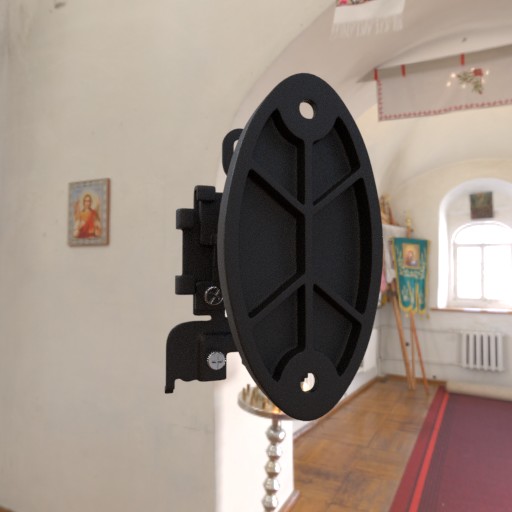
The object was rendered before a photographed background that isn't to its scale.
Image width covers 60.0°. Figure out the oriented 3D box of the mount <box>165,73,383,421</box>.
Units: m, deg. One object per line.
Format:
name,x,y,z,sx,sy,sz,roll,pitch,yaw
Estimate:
mount,0.000,0.000,0.180,0.066,0.118,0.100,1,-2,-19
